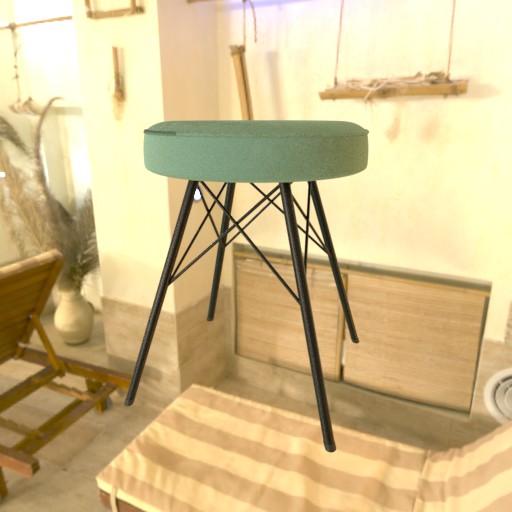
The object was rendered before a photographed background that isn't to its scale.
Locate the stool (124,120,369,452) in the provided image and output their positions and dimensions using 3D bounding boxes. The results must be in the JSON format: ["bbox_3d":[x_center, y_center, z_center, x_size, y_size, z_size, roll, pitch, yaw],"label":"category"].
[{"bbox_3d":[0.000,0.000,0.889,0.458,0.519,0.457,9,19,25],"label":"stool"}]
